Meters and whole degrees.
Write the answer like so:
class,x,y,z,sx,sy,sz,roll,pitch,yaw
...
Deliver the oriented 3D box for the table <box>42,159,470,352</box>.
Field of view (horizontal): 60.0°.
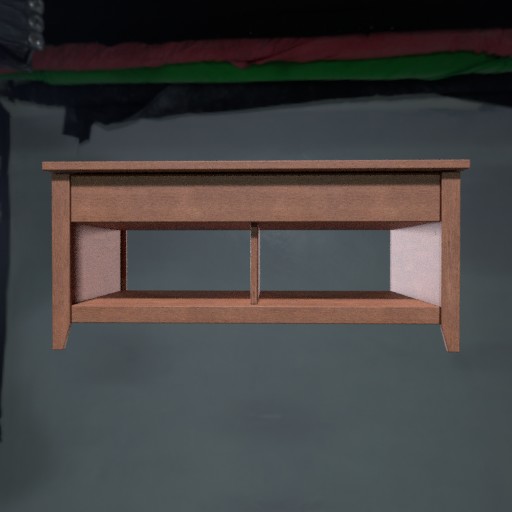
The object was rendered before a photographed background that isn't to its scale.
class,x,y,z,sx,sy,sz,roll,pitch,yaw
table,0.000,0.000,1.294,1.016,0.457,0.483,0,1,1
